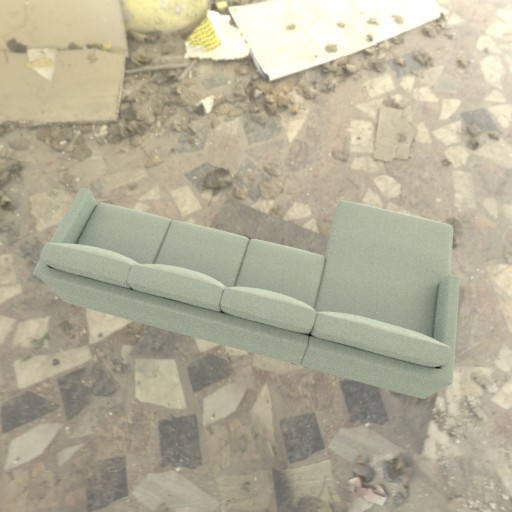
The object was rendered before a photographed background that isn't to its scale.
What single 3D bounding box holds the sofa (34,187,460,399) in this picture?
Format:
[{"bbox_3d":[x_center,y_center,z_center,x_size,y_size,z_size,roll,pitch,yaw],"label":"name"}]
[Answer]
[{"bbox_3d":[0.000,0.000,4.068,3.470,0.953,1.600,14,63,7],"label":"sofa"}]
